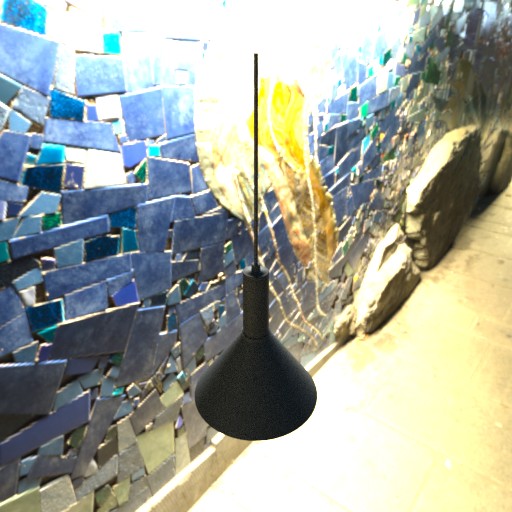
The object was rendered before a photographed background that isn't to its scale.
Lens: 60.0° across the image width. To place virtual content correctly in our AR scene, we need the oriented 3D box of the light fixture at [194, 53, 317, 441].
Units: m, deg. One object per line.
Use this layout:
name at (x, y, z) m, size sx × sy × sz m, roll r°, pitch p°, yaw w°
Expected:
light fixture at (0.000, 0.000, 0.819) m, size 0.267 × 0.683 × 0.267 m, roll -19°, pitch 33°, yaw -33°
